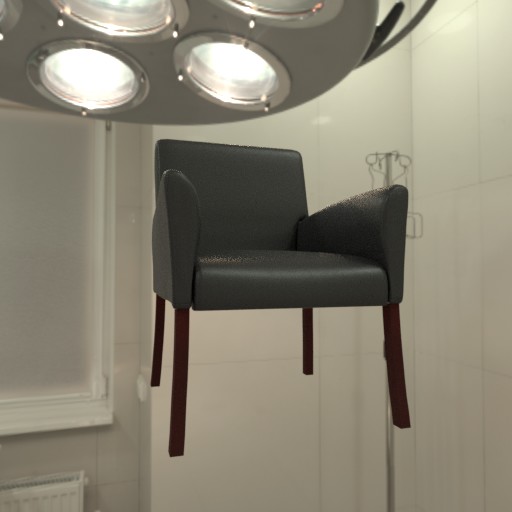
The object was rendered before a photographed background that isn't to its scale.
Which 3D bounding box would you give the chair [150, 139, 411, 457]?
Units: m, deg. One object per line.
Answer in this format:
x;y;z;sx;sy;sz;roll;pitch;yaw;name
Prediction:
0.000;0.000;1.494;0.683;0.951;0.772;1;-2;-17;chair
